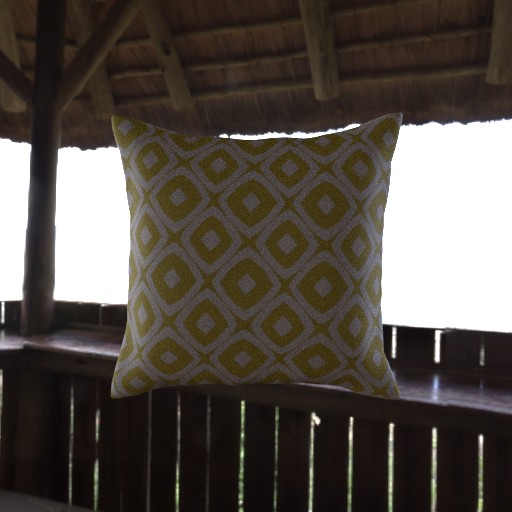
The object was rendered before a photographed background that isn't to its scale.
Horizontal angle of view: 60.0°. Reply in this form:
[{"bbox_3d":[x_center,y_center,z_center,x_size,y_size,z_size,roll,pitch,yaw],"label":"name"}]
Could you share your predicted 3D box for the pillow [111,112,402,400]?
[{"bbox_3d":[0.000,0.000,0.768,0.504,0.494,0.188,0,0,1],"label":"pillow"}]
